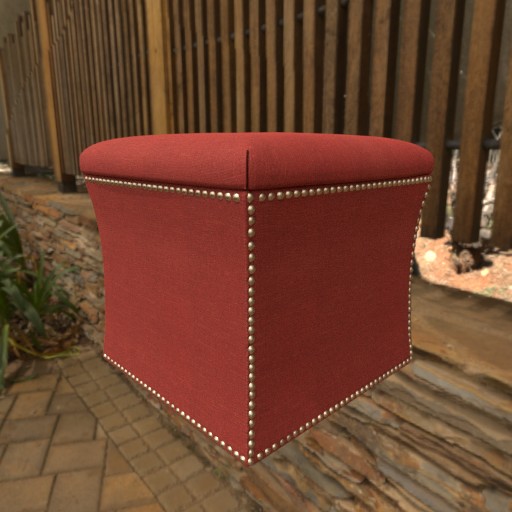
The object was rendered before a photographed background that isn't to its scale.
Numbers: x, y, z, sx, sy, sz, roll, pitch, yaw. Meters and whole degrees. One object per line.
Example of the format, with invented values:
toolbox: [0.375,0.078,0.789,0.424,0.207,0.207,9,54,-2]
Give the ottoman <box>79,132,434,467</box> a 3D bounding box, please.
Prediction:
ottoman: [0.000,0.000,0.889,0.507,0.475,0.497,-13,19,-42]
